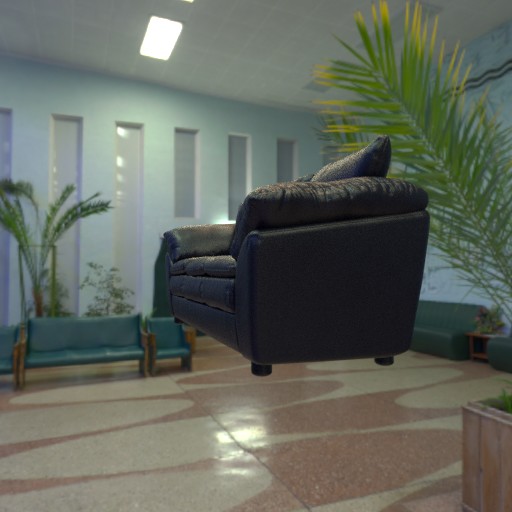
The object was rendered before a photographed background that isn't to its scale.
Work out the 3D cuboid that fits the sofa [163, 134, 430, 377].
[{"bbox_3d":[0.000,0.000,2.889,0.880,1.073,2.336,1,-2,-20],"label":"sofa"}]
